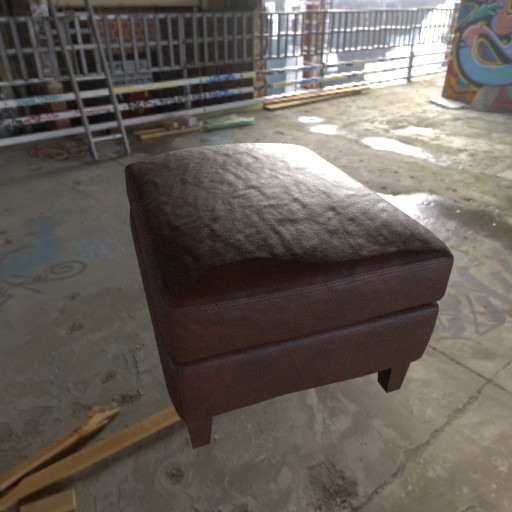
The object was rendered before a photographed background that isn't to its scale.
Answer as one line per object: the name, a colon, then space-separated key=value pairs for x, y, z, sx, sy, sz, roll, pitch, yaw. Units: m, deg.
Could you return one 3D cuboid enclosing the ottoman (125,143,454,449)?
ottoman: x=0.000 y=0.000 z=1.298 sx=0.659 sy=0.527 sz=0.887 roll=-10 pitch=32 yaw=-16
